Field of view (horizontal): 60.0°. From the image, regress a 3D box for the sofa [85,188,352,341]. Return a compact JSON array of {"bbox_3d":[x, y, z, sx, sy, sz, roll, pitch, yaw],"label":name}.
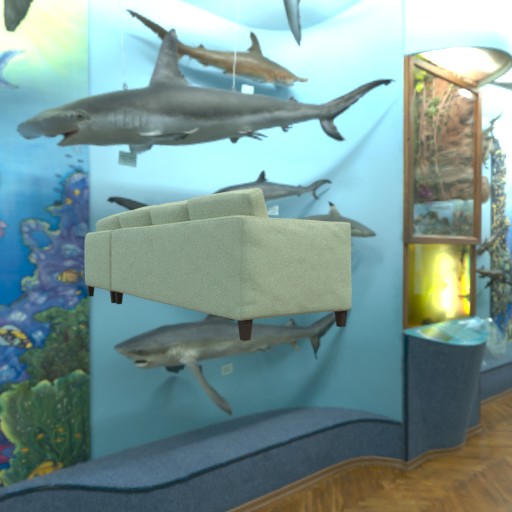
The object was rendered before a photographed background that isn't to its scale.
[{"bbox_3d":[0.000,0.000,4.568,2.593,0.947,3.302,0,1,-36],"label":"sofa"}]
